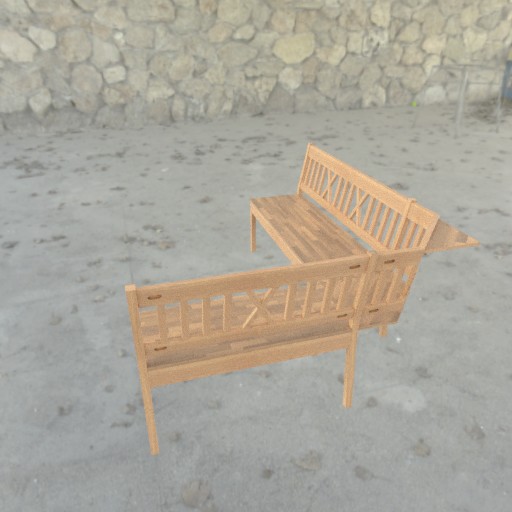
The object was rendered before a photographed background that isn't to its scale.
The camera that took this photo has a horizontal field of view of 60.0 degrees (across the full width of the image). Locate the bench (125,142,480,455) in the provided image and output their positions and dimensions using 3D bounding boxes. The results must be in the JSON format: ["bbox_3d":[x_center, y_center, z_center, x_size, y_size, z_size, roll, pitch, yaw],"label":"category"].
[{"bbox_3d":[0.000,0.000,2.782,1.537,0.902,1.937,-8,28,-15],"label":"bench"}]
